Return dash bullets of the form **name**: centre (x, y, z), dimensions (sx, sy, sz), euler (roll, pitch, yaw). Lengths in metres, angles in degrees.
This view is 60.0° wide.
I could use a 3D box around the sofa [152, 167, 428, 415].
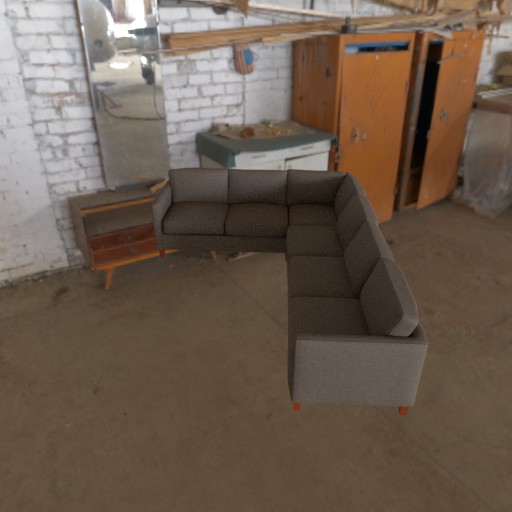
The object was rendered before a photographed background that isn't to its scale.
- **sofa**: centre (0.000, 0.000, 4.583), dimensions (2.593, 0.947, 3.302), euler (2, 29, 3)
